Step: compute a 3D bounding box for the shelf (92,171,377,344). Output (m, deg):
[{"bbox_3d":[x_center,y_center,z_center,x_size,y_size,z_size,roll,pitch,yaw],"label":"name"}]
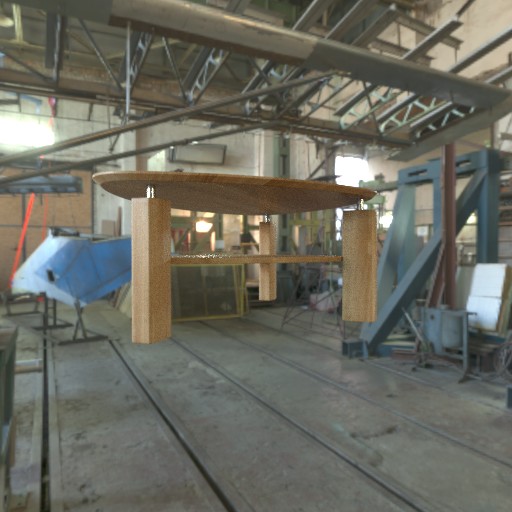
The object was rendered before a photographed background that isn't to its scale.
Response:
[{"bbox_3d":[0.000,0.000,1.639,0.863,0.439,1.240,0,1,19],"label":"shelf"}]
